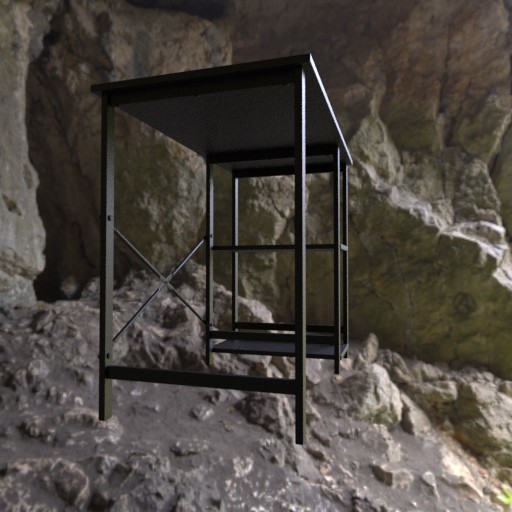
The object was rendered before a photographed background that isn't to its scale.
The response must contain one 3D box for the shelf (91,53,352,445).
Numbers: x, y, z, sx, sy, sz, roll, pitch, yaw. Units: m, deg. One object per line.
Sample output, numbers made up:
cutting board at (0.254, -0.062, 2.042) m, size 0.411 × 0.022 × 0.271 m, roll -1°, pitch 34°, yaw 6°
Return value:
shelf at (0.000, 0.000, 1.341) m, size 0.498 × 0.749 × 0.902 m, roll 0°, pitch -2°, yaw 17°
